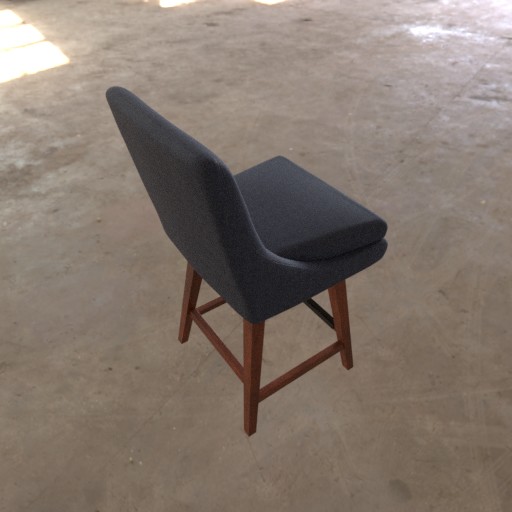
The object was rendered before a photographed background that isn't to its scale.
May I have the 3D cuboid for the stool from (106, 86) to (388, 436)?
[{"bbox_3d":[0.000,0.000,1.197,0.524,0.895,0.467,-25,46,-26],"label":"stool"}]
